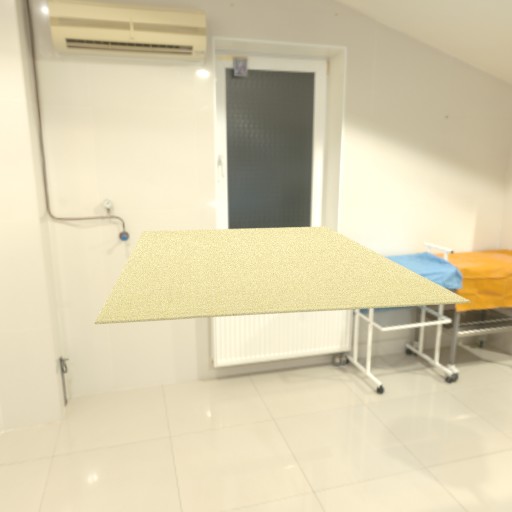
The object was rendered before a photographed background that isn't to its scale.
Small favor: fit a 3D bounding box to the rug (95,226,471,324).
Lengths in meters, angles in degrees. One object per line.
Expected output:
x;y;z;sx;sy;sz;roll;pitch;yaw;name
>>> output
0.000;0.000;4.345;2.452;0.016;3.204;-2;13;-9;rug
